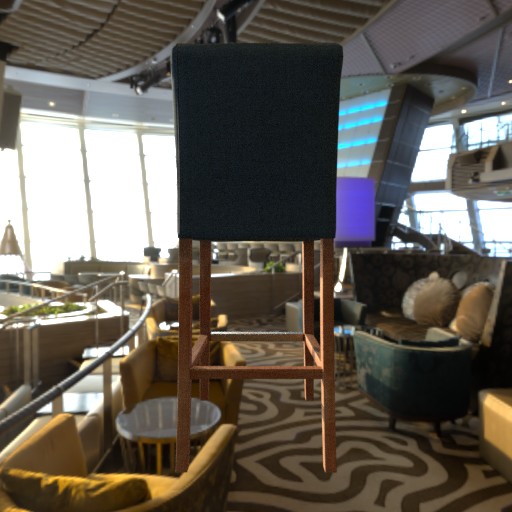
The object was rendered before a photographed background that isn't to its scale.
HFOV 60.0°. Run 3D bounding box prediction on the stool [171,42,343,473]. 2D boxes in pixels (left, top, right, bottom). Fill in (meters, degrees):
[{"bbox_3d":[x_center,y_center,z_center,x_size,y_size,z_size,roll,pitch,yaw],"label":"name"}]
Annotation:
[{"bbox_3d":[0.000,0.000,1.386,0.454,1.088,0.574,0,2,0],"label":"stool"}]
